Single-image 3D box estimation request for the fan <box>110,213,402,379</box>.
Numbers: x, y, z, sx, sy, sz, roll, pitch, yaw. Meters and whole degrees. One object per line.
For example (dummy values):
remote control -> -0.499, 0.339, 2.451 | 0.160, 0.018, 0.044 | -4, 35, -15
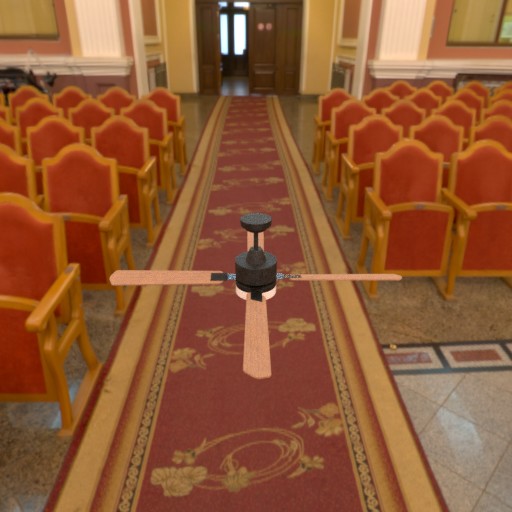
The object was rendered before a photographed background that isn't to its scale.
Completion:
fan -> 0.000, 0.000, 1.959 | 1.320, 0.355, 1.320 | 0, 26, 0
